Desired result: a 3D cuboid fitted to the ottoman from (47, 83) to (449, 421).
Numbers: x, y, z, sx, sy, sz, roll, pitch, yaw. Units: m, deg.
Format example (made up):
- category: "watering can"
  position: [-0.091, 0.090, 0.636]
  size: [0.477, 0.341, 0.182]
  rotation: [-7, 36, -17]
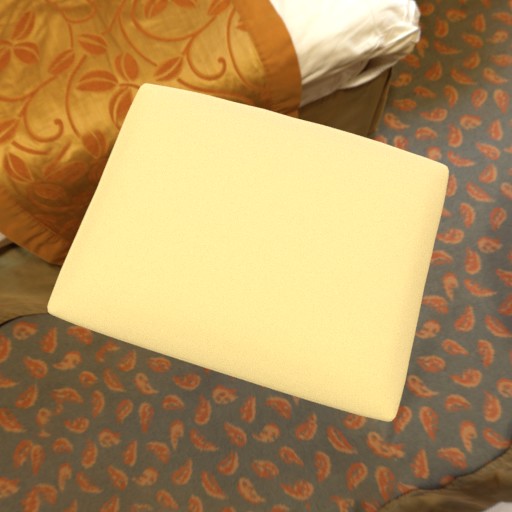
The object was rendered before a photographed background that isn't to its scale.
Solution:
- category: "ottoman"
  position: [0.000, 0.000, 1.114]
  size: [0.741, 0.513, 0.584]
  rotation: [17, 76, 4]
